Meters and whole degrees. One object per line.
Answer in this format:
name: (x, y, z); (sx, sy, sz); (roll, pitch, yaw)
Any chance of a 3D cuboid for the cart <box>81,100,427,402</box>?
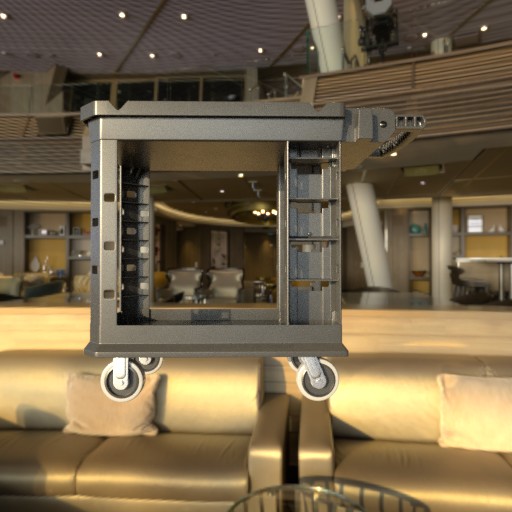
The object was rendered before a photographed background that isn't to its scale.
cart: (0.000, 0.000, 1.521); (1.061, 0.884, 0.497); (0, -1, -1)
